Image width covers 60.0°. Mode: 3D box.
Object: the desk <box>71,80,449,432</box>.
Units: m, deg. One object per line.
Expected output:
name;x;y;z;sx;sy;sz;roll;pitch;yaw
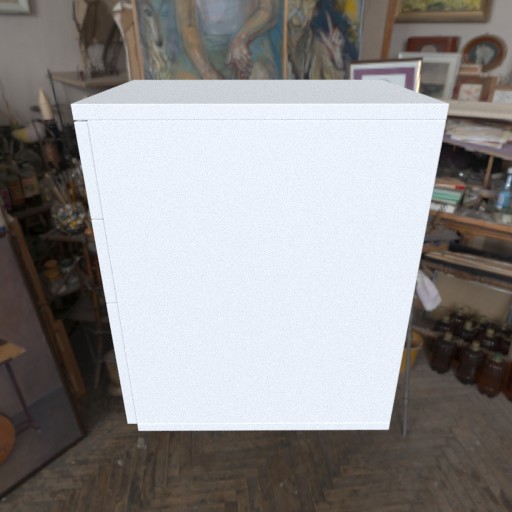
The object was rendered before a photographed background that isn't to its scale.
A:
desk;0.000;0.000;1.032;0.600;0.730;0.404;0;27;0
